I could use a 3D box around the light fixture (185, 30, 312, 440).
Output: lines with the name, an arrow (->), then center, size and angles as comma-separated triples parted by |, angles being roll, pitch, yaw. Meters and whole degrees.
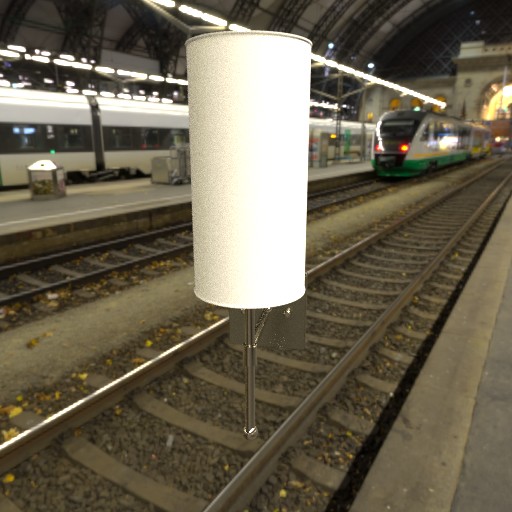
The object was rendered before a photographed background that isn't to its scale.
light fixture -> 0.000, 0.000, 0.546 | 0.128, 0.462, 0.208 | 3, 15, 10
